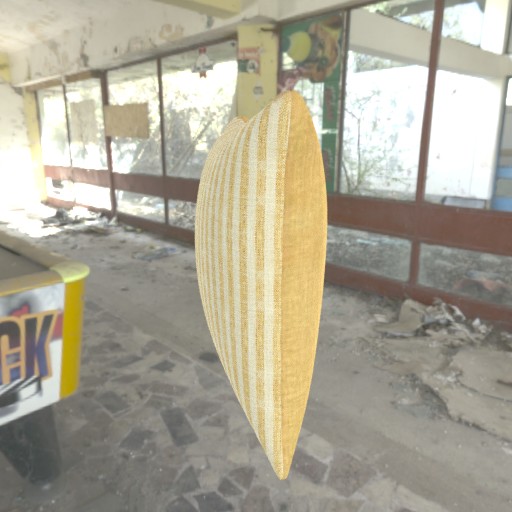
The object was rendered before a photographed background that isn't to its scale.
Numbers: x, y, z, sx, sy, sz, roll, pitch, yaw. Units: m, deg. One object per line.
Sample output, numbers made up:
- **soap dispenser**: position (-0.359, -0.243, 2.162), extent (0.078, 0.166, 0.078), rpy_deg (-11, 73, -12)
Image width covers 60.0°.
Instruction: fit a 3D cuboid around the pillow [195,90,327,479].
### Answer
- **pillow**: position (0.000, 0.000, 0.638), extent (0.173, 0.407, 0.419), rpy_deg (-2, 15, -8)
